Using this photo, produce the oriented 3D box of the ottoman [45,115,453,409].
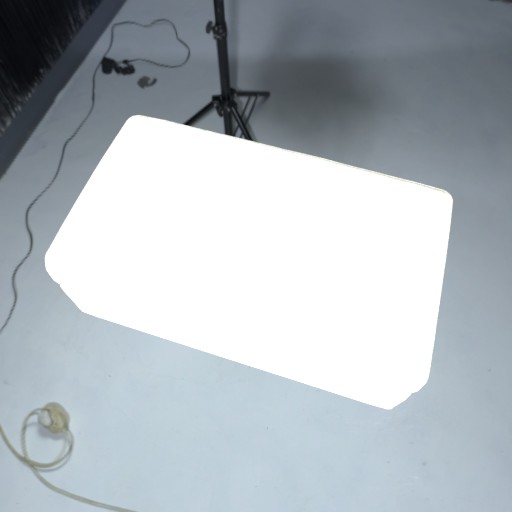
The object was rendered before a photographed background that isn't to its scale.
[{"bbox_3d":[0.000,0.000,1.445,1.097,0.448,0.617,16,64,8],"label":"ottoman"}]
